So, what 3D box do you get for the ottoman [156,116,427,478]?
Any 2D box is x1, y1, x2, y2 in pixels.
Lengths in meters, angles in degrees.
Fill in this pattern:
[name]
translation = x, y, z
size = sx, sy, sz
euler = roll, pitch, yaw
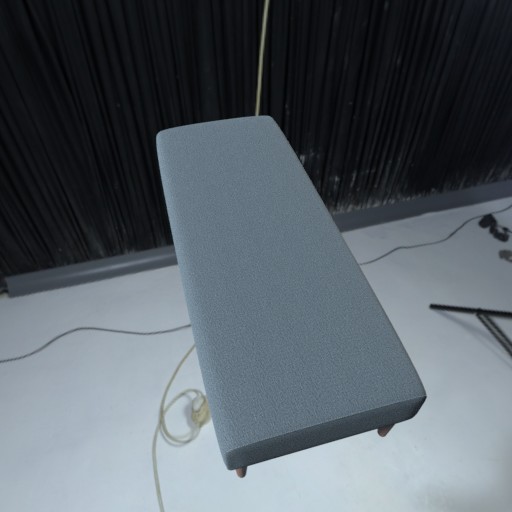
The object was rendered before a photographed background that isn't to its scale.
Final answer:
[ottoman]
translation = 0.000, 0.000, 1.864
size = 0.646, 0.393, 1.609
euler = -11, 48, -10
